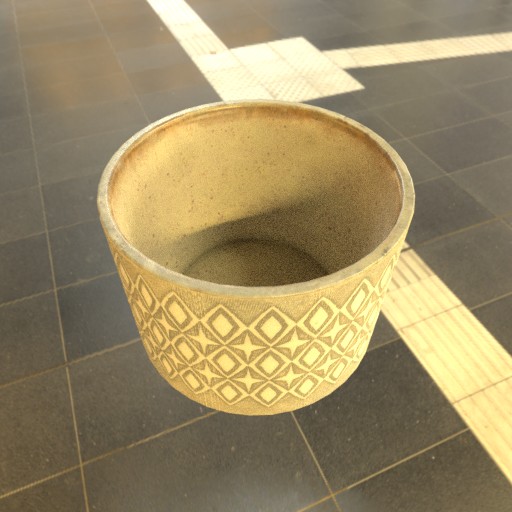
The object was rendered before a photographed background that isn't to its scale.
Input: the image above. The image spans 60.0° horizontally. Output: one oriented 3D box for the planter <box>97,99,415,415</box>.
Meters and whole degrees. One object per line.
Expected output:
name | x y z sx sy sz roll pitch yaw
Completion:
planter | 0.000 0.000 0.319 0.186 0.144 0.186 0 47 0
